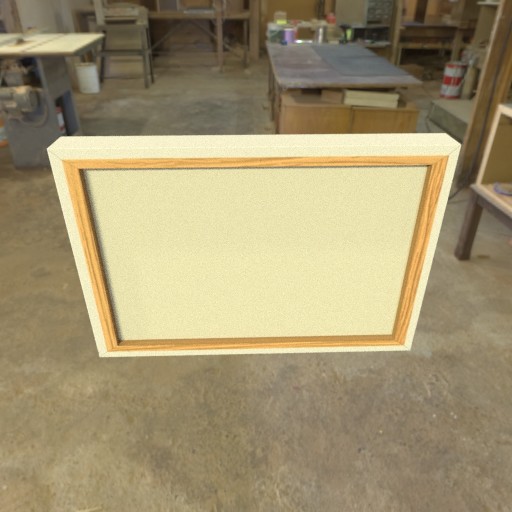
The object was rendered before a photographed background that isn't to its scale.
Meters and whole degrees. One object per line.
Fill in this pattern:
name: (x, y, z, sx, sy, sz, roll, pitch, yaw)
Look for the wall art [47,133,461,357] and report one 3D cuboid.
wall art: (0.000, 0.000, 0.491, 0.381, 0.259, 0.038, -1, 32, -1)
